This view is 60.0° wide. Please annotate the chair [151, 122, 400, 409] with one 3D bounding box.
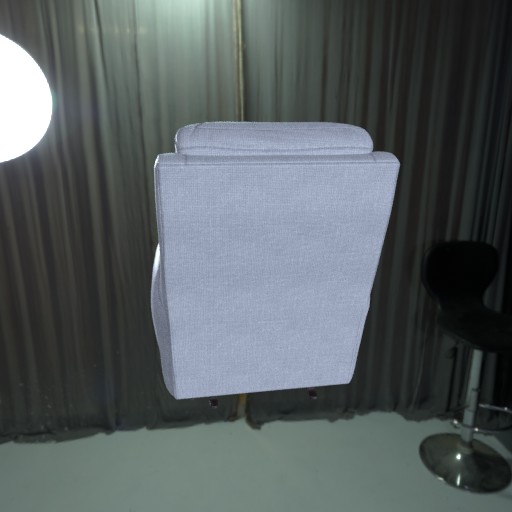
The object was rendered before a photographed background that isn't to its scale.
[{"bbox_3d":[0.000,0.000,1.820,0.829,1.030,1.080,-2,15,-9],"label":"chair"}]
